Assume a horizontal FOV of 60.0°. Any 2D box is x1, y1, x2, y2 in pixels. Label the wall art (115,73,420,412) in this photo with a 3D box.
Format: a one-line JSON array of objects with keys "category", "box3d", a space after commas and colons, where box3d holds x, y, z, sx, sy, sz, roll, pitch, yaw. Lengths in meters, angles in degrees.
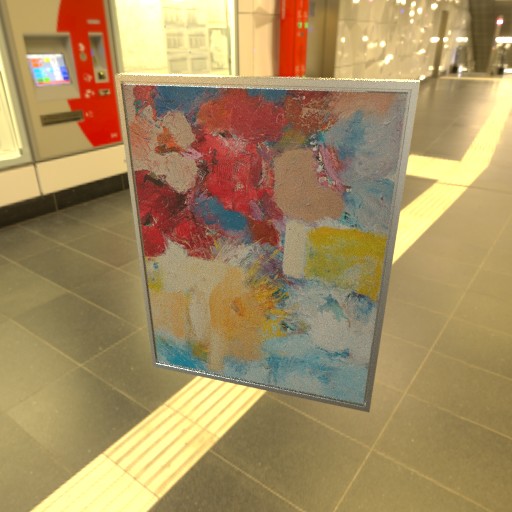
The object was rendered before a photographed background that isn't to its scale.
[{"category": "wall art", "box3d": [0.000, 0.000, 0.758, 0.444, 0.569, 0.025, 8, 27, 15]}]
